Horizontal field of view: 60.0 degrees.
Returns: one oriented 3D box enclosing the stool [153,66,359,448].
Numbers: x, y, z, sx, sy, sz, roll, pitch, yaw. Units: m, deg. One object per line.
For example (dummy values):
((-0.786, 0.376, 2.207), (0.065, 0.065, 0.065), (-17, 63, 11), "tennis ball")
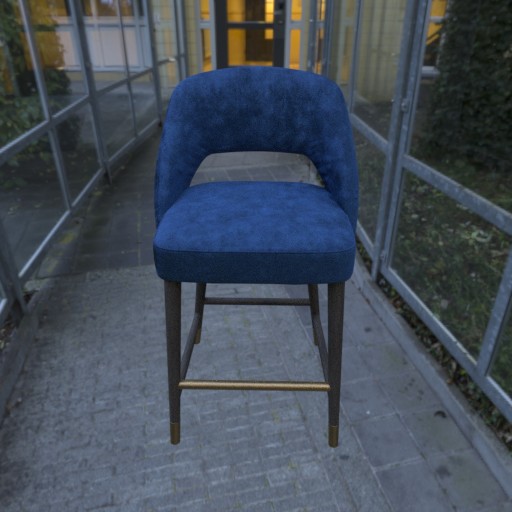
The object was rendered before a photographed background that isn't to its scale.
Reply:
((0.000, 0.000, 1.231), (0.536, 0.925, 0.524), (1, 29, 1), "stool")
